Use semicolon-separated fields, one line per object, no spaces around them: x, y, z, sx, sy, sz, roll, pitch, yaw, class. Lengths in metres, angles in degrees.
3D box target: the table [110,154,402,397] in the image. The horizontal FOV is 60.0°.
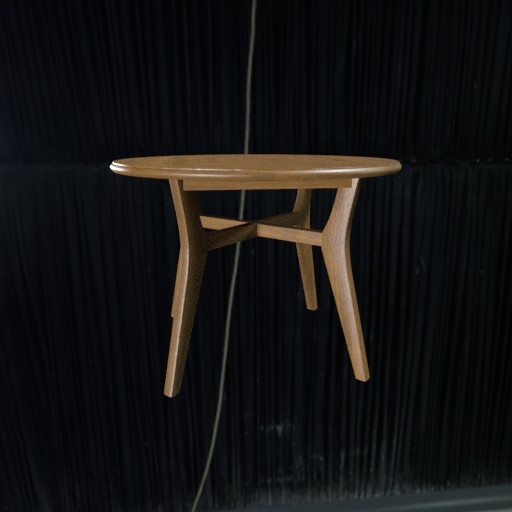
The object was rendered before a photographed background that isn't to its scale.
0.000;0.000;1.780;1.055;0.757;1.055;0;15;0;table
